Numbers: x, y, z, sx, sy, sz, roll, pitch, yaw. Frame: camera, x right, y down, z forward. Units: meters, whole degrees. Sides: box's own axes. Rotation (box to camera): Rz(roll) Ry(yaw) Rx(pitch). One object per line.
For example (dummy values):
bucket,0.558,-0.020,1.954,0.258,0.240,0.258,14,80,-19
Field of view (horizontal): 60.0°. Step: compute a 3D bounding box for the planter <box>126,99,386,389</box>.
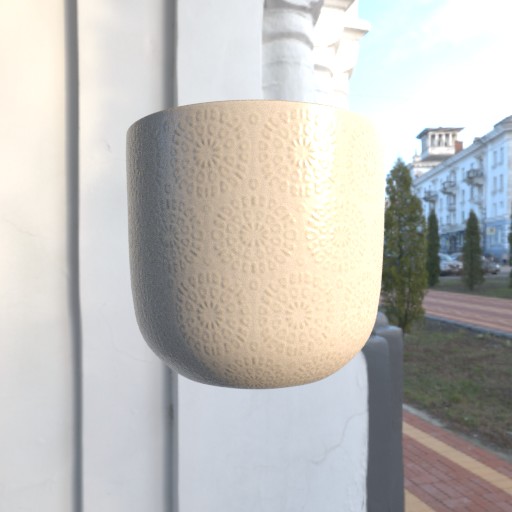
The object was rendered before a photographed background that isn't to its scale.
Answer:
planter,0.000,0.000,0.370,0.208,0.190,0.208,0,0,0
